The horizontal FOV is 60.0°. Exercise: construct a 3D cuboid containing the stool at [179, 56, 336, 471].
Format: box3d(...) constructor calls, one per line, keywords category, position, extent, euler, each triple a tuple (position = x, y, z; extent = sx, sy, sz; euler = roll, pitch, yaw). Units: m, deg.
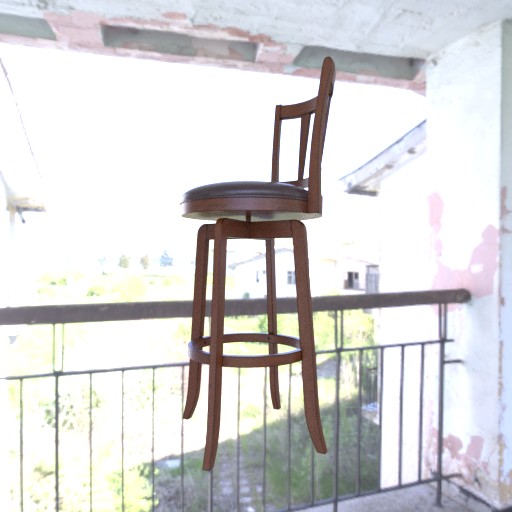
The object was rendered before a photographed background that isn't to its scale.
box3d(category="stool", position=(0.000, 0.000, 1.475), extent=(0.503, 1.177, 0.464), euler=(0, 0, -17))
